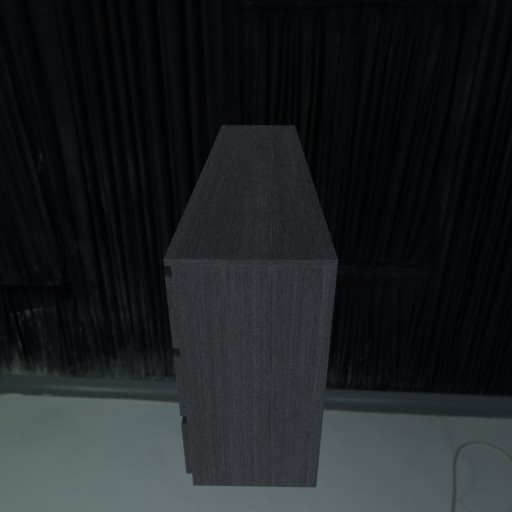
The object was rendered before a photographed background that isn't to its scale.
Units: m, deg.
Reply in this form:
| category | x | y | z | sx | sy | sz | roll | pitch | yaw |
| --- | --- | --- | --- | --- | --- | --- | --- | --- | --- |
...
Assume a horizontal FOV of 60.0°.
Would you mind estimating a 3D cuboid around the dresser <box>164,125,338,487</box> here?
| category | x | y | z | sx | sy | sz | roll | pitch | yaw |
| --- | --- | --- | --- | --- | --- | --- | --- | --- | --- |
| dresser | 0.000 | 0.000 | 1.903 | 0.400 | 0.795 | 1.590 | 0 | 27 | 1 |
